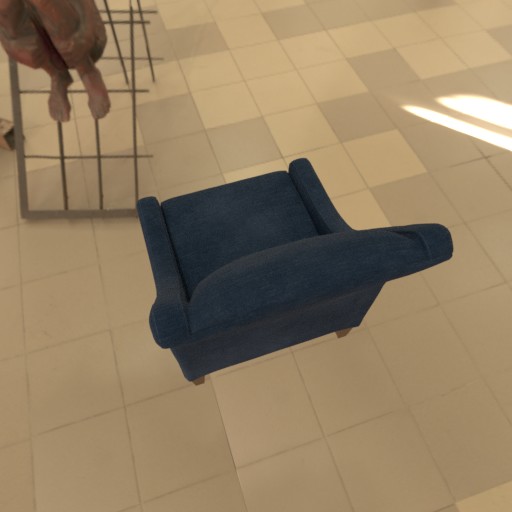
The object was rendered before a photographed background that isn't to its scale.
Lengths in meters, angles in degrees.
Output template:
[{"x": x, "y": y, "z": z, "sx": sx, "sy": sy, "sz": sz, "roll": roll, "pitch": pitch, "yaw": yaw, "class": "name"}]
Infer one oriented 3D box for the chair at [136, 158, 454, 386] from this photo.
[{"x": 0.000, "y": 0.000, "z": 1.638, "sx": 0.774, "sy": 1.014, "sz": 0.870, "roll": -16, "pitch": 59, "yaw": -10, "class": "chair"}]
